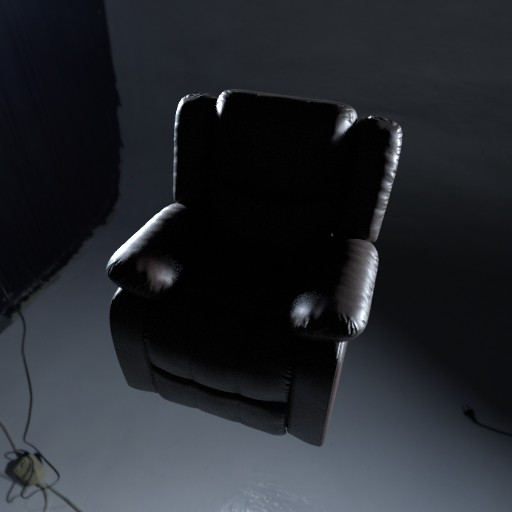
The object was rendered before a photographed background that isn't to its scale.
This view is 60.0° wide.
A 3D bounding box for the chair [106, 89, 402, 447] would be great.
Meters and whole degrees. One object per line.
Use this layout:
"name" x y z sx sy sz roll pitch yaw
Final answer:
"chair" 0.000 0.000 1.703 0.899 1.009 0.934 12 42 14
